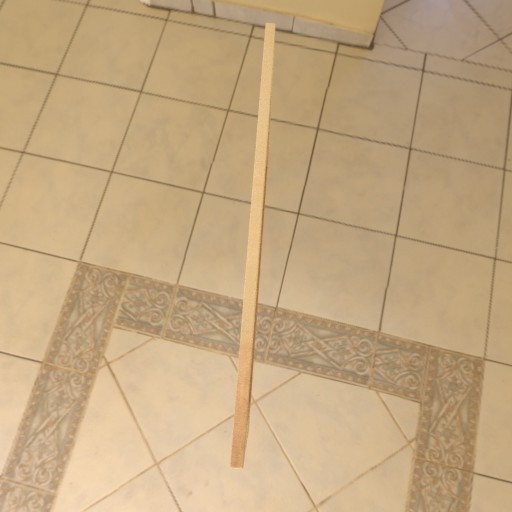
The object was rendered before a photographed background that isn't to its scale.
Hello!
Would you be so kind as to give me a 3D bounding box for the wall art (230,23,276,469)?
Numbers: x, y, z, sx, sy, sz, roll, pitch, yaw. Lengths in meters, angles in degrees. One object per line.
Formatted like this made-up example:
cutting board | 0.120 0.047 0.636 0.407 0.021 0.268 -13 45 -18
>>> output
wall art | 0.000 0.000 1.930 0.038 1.012 1.525 4 74 1
